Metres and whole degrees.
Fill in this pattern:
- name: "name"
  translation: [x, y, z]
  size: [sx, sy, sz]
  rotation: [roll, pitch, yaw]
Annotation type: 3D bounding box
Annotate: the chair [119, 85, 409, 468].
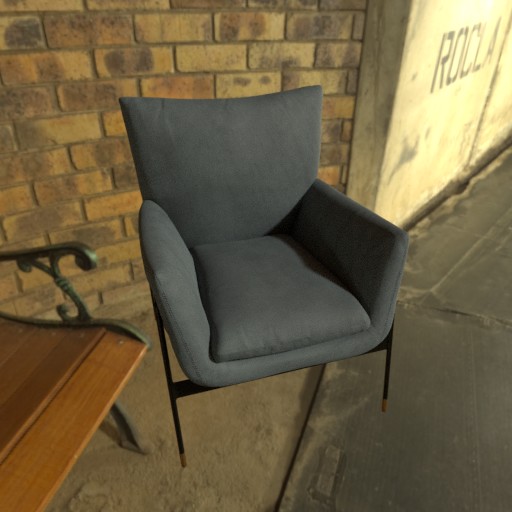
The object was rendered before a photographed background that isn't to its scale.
- name: "chair"
  translation: [0.000, 0.000, 1.369]
  size: [0.678, 0.858, 0.709]
  rotation: [-9, 32, -15]
